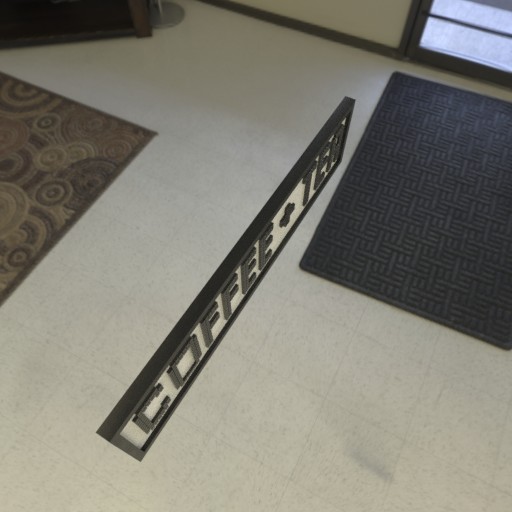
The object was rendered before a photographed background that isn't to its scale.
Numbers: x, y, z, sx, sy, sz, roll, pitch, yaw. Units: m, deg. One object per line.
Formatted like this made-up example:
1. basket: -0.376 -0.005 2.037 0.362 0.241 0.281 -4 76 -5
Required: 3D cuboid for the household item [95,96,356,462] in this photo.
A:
1. household item: 0.000 0.000 1.065 0.030 0.236 1.001 27 62 16
